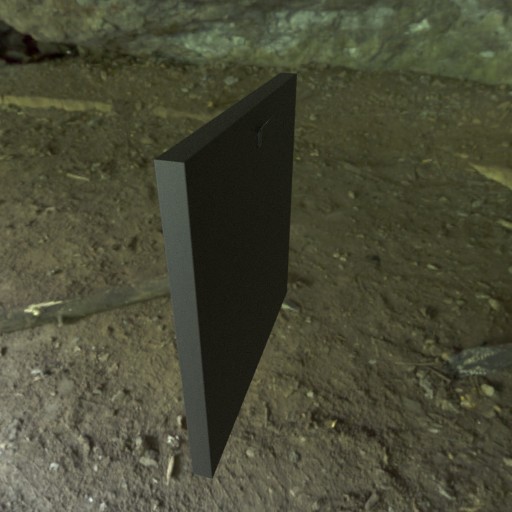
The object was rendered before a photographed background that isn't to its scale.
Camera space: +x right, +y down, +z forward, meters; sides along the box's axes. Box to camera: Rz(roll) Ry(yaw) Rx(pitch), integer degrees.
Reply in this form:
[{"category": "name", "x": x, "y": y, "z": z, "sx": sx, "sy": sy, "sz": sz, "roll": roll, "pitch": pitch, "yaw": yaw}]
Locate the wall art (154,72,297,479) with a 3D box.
[{"category": "wall art", "x": 0.000, "y": 0.000, "z": 0.522, "sx": 0.038, "sy": 0.349, "sz": 0.349, "roll": 9, "pitch": 33, "yaw": 14}]
